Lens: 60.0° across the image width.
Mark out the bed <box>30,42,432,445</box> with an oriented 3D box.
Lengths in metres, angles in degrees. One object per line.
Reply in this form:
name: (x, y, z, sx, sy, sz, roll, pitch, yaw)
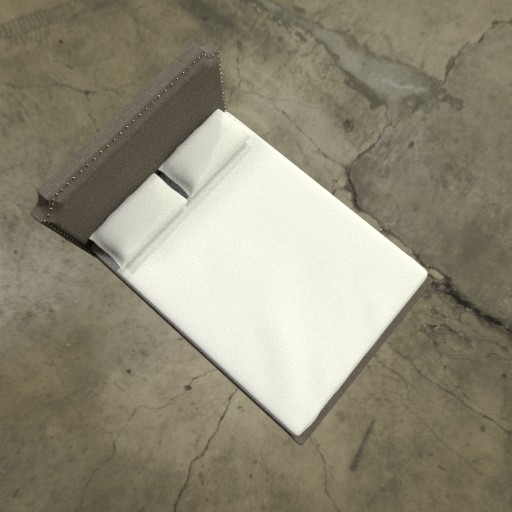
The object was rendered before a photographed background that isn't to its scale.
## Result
bed: (0.000, 0.000, 3.398, 2.381, 1.457, 1.713, 40, 80, 9)
